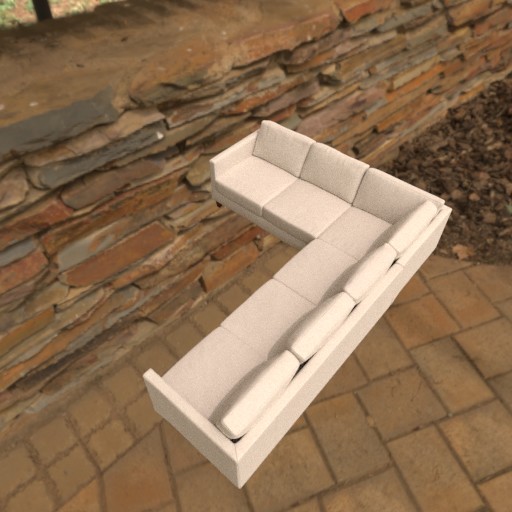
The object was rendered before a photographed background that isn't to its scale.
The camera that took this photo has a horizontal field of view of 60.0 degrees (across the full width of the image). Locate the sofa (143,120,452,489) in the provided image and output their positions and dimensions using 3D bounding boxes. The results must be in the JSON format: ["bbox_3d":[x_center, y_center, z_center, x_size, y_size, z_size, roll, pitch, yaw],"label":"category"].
[{"bbox_3d":[0.000,0.000,4.276,2.432,0.863,3.182,32,55,27],"label":"sofa"}]
